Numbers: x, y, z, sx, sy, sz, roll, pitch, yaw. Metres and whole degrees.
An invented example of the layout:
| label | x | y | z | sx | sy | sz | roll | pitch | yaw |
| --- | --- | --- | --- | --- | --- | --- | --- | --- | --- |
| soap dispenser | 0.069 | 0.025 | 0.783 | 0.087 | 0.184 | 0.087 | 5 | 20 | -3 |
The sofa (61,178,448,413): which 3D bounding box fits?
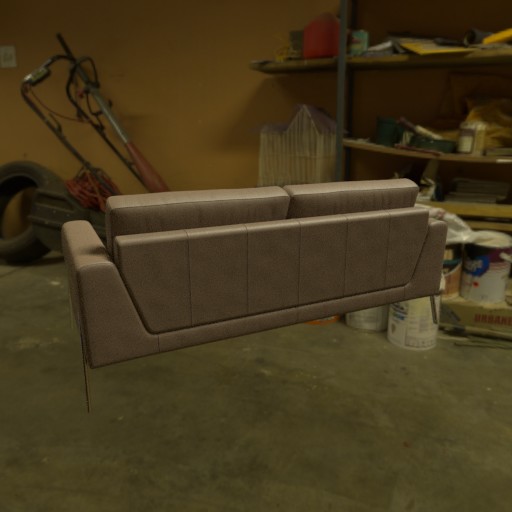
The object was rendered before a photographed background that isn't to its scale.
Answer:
| label | x | y | z | sx | sy | sz | roll | pitch | yaw |
| --- | --- | --- | --- | --- | --- | --- | --- | --- | --- |
| sofa | 0.000 | 0.000 | 2.559 | 2.017 | 0.875 | 0.953 | -8 | 18 | -25 |
